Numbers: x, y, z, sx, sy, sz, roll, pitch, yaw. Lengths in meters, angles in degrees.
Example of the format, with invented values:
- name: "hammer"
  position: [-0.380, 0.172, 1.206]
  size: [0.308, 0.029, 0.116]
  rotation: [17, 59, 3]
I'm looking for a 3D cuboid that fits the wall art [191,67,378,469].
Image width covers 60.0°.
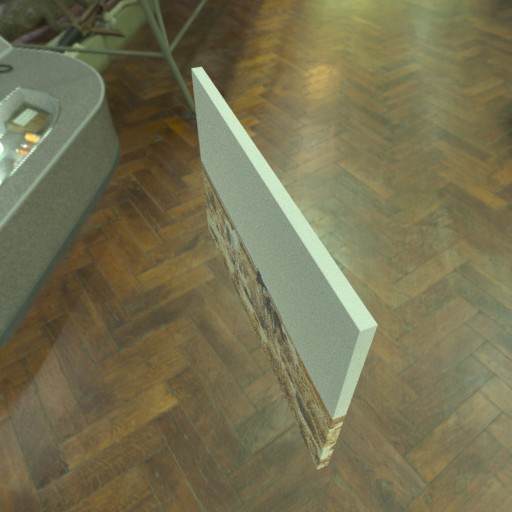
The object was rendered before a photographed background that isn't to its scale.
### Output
- name: "wall art"
  position: [0.000, 0.000, 1.926]
  size: [0.051, 1.016, 1.520]
  rotation: [-16, 49, -14]
